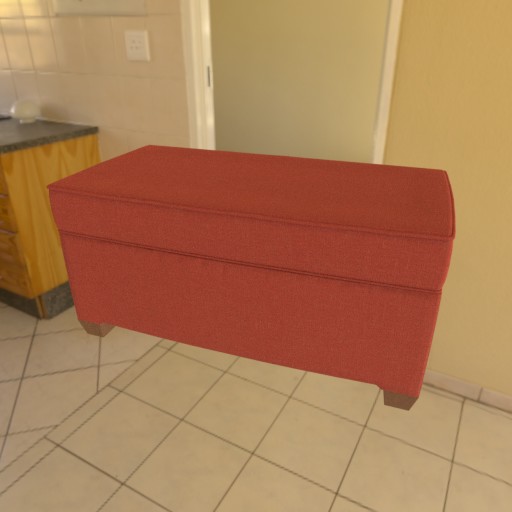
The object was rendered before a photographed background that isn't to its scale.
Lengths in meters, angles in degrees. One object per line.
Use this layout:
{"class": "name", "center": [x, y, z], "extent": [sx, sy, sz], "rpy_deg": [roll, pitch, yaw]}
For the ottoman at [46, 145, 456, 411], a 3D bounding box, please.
{"class": "ottoman", "center": [0.000, 0.000, 1.229], "extent": [0.948, 0.454, 0.497], "rpy_deg": [9, 28, 17]}
